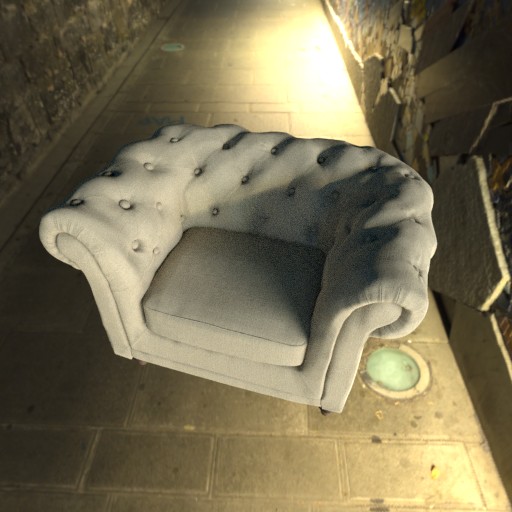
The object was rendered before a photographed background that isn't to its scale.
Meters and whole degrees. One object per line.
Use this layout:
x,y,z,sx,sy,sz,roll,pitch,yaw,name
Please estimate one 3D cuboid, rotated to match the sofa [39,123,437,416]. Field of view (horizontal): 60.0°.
0.000,0.000,2.013,1.405,0.878,1.034,12,42,13,sofa
